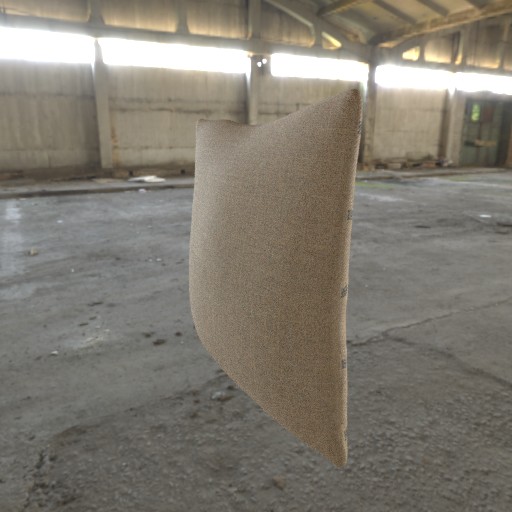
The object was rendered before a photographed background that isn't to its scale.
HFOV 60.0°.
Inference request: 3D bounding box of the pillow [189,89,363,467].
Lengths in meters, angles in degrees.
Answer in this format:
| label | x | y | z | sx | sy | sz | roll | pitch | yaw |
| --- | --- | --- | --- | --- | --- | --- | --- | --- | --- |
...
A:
| label | x | y | z | sx | sy | sz | roll | pitch | yaw |
| --- | --- | --- | --- | --- | --- | --- | --- | --- | --- |
| pillow | 0.000 | 0.000 | 0.857 | 0.192 | 0.558 | 0.578 | -8 | 16 | -27 |
